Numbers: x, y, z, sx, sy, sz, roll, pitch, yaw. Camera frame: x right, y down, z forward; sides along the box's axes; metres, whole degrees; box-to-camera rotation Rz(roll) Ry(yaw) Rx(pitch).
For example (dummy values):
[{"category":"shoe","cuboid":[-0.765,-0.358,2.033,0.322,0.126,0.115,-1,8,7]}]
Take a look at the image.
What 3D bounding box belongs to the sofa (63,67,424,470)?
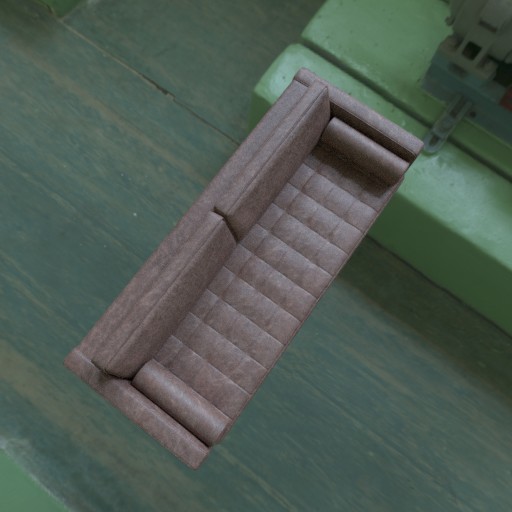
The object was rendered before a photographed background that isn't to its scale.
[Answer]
[{"category":"sofa","cuboid":[0.000,0.000,2.623,0.914,0.762,2.210,35,79,8]}]
